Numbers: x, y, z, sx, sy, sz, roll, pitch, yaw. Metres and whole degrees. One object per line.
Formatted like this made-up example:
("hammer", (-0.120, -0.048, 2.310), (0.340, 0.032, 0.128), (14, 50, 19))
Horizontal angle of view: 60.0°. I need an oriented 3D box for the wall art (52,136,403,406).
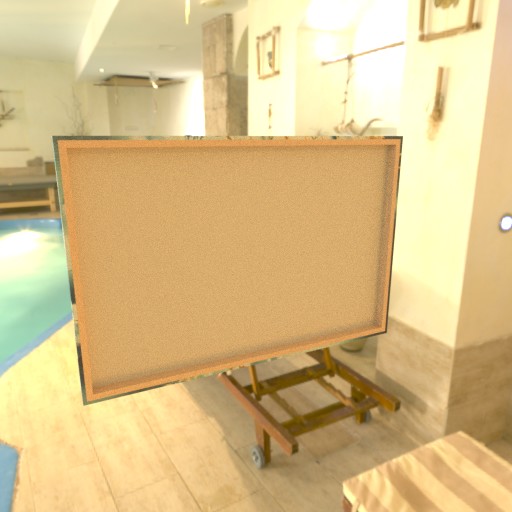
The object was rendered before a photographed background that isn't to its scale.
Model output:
("wall art", (0.000, 0.000, 1.163), (0.912, 0.608, 0.038), (-7, 17, -25))
